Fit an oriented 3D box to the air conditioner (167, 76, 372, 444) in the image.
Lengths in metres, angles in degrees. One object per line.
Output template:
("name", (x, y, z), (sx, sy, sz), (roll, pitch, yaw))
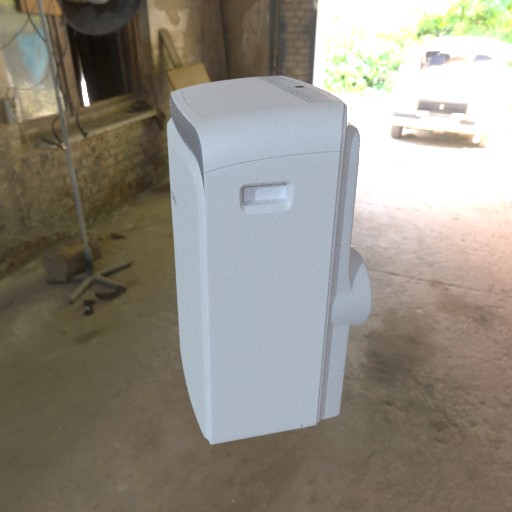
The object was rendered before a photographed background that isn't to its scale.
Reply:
("air conditioner", (0.000, 0.000, 0.979), (0.365, 0.700, 0.454), (-8, 30, -14))
